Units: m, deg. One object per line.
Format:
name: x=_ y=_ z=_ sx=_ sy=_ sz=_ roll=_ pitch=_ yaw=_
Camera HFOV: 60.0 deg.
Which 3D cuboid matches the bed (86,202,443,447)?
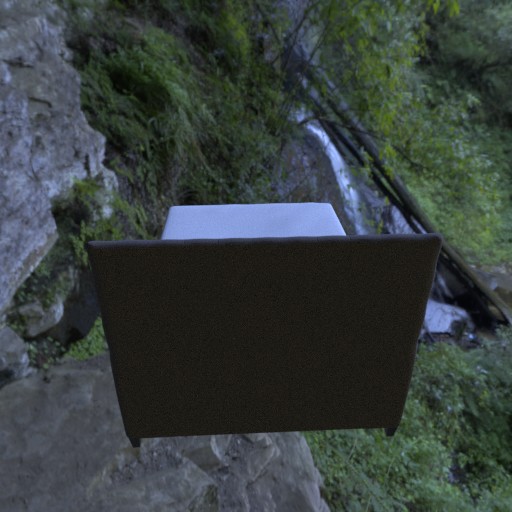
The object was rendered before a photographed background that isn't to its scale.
bed: x=0.000 y=0.000 z=3.354 sx=1.696 sy=1.426 sz=2.233 roll=-1 pitch=30 yaw=-3
